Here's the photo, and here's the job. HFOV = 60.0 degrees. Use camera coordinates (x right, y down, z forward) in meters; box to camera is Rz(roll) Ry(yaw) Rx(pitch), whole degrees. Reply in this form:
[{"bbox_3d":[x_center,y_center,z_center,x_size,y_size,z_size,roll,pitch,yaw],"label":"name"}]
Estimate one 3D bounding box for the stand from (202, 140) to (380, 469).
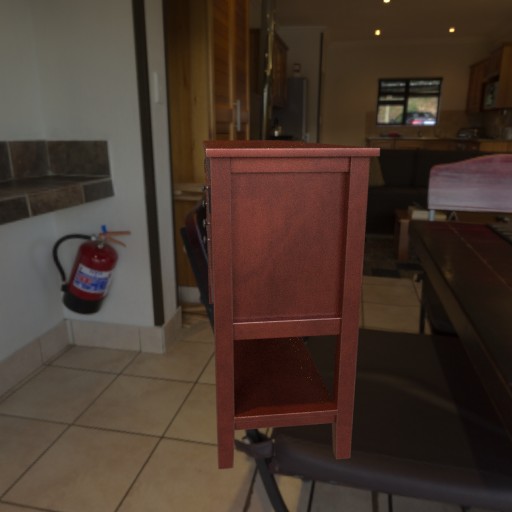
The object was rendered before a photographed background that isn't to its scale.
[{"bbox_3d":[0.000,0.000,1.760,0.410,0.872,1.362,-2,15,-7],"label":"stand"}]
